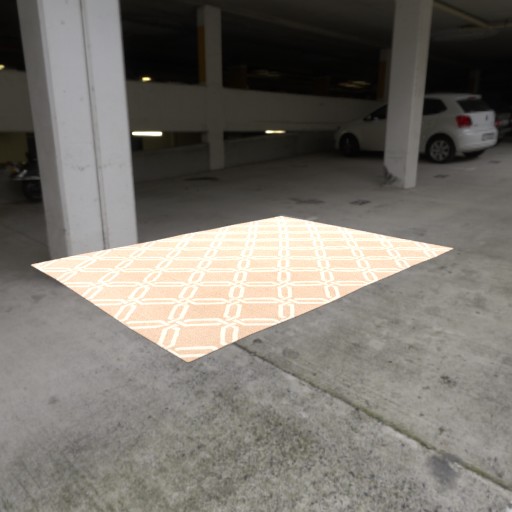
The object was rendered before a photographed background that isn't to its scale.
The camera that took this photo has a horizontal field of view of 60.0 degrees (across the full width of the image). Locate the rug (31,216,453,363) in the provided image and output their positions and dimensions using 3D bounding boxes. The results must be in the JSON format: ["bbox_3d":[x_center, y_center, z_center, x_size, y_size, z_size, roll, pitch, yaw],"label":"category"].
[{"bbox_3d":[0.000,0.000,4.296,3.365,0.020,2.452,-15,22,-42],"label":"rug"}]
